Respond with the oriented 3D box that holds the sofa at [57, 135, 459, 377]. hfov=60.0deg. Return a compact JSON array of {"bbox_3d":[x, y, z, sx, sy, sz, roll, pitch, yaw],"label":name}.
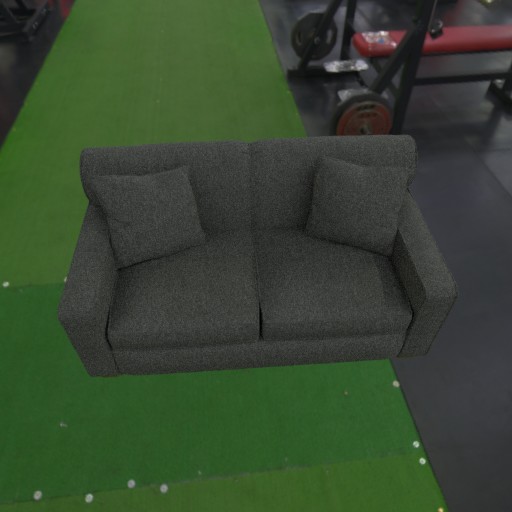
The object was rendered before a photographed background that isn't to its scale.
[{"bbox_3d":[0.000,0.000,2.429,1.846,0.958,0.998,-3,47,-3],"label":"sofa"}]
